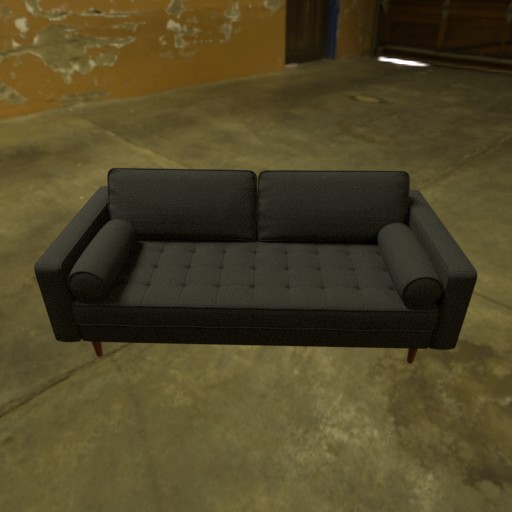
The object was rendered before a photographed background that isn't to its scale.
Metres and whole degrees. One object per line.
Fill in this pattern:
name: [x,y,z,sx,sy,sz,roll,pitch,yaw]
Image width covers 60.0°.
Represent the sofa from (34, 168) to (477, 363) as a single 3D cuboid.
sofa: [0.000,0.000,2.317,1.875,0.759,0.914,1,31,1]
